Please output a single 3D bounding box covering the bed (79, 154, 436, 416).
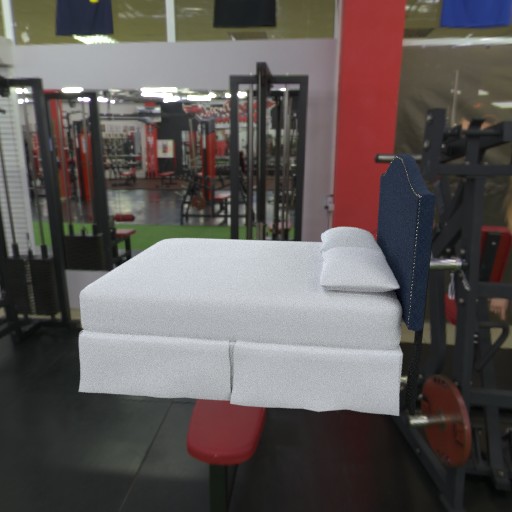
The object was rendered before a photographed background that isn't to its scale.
[{"bbox_3d":[0.000,0.000,3.364,2.153,1.518,1.725,2,15,8],"label":"bed"}]
